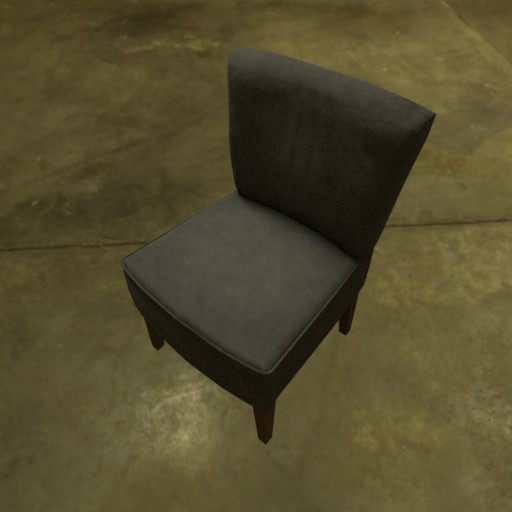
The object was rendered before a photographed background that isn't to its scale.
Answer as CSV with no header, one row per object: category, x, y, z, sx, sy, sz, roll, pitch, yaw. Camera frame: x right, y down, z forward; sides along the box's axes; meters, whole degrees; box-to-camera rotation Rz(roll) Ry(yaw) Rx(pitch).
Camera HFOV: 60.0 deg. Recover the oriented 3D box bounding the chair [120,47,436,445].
chair,0.000,0.000,1.150,0.521,0.806,0.554,32,54,27
